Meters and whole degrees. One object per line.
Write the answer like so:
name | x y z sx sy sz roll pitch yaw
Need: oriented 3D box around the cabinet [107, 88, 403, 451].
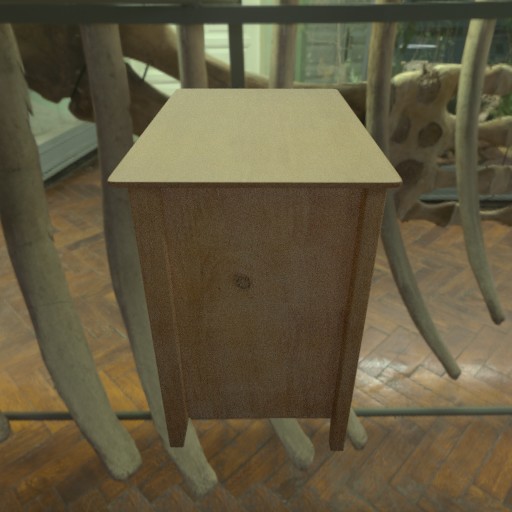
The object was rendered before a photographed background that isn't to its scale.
cabinet | 0.000 0.000 1.266 0.503 0.762 0.763 0 32 0
